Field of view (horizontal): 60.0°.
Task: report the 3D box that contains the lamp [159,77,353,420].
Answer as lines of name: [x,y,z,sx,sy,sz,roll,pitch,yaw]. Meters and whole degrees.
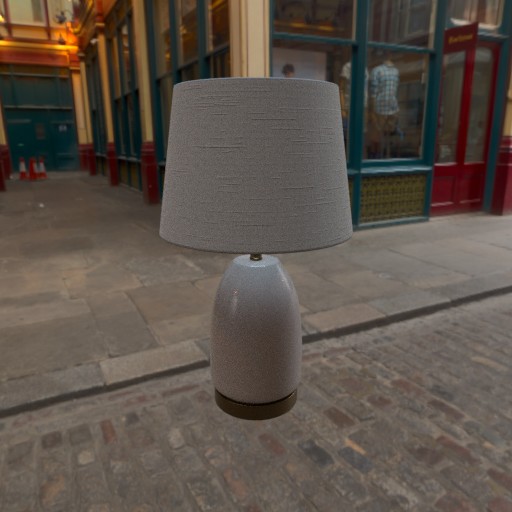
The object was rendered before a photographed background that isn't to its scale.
lamp: [0.000,0.000,0.678,0.285,0.483,0.285,0,15,0]
